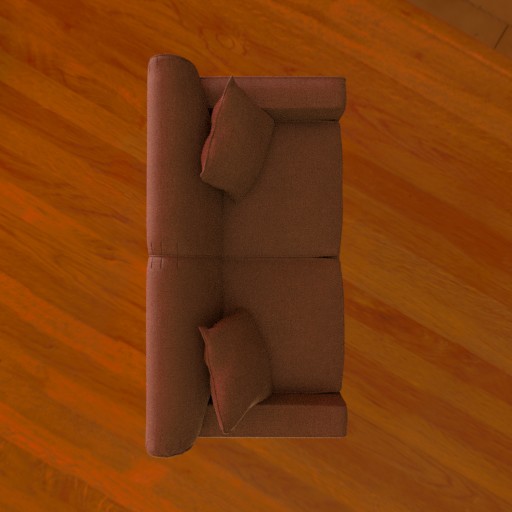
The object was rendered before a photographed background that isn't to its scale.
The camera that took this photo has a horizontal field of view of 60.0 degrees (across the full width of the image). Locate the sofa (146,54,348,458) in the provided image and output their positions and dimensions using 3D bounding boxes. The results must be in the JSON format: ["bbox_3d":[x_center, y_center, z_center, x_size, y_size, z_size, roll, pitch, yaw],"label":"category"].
[{"bbox_3d":[0.000,0.000,2.410,1.000,0.958,1.846,0,89,0],"label":"sofa"}]
